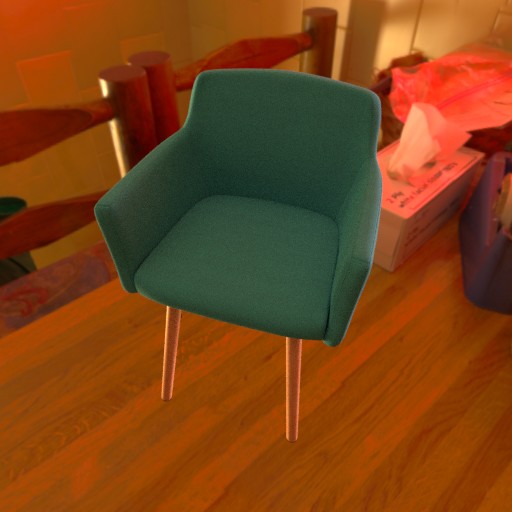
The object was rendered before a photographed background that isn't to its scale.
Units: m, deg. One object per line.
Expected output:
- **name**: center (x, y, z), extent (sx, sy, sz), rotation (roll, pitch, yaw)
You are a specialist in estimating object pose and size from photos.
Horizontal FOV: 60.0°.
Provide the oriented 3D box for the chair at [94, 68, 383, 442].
- **chair**: center (0.000, 0.000, 1.158), extent (0.570, 0.780, 0.540), rotation (13, 44, 13)
